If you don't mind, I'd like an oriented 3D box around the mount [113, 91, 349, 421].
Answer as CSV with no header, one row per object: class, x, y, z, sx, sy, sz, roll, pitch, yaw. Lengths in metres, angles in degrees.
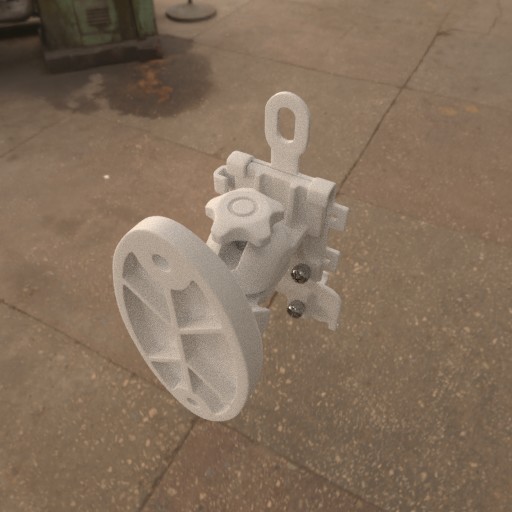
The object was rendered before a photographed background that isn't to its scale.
mount,0.000,0.000,0.178,0.066,0.118,0.100,23,51,20
